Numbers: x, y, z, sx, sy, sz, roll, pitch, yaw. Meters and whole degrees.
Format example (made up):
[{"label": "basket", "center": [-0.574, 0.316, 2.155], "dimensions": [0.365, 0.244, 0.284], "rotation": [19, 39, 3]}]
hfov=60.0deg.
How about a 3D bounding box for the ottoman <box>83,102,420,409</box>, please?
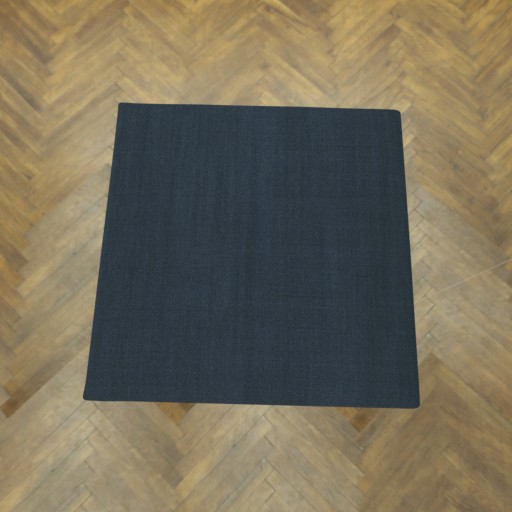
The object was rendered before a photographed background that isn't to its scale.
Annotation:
[{"label": "ottoman", "center": [0.000, 0.000, 1.414], "dimensions": [0.889, 0.411, 0.890], "rotation": [1, 75, 0]}]
